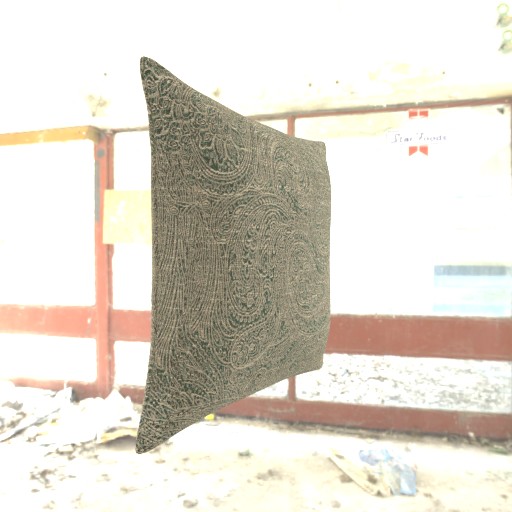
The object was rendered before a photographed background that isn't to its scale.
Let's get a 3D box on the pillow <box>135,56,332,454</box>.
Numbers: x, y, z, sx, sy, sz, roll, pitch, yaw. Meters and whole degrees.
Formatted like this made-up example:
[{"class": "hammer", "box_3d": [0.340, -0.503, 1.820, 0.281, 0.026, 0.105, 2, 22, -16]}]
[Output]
[{"class": "pillow", "box_3d": [0.000, 0.000, 0.777, 0.166, 0.507, 0.526, 0, 0, 34]}]
